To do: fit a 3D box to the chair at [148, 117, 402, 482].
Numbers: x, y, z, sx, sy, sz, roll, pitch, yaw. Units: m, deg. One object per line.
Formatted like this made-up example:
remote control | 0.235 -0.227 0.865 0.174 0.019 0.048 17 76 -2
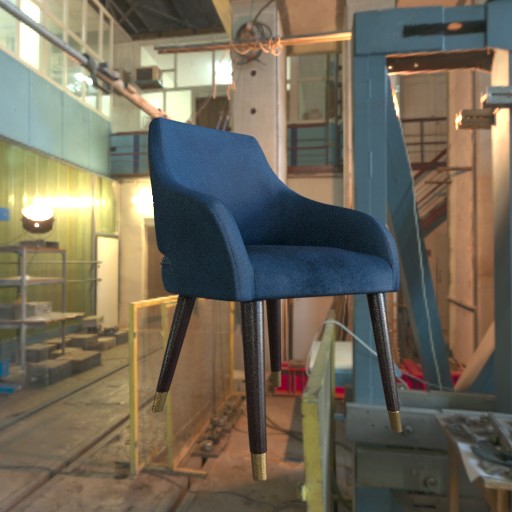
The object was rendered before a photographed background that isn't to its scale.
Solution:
chair | 0.000 0.000 1.532 0.683 1.081 0.794 1 -1 -36
